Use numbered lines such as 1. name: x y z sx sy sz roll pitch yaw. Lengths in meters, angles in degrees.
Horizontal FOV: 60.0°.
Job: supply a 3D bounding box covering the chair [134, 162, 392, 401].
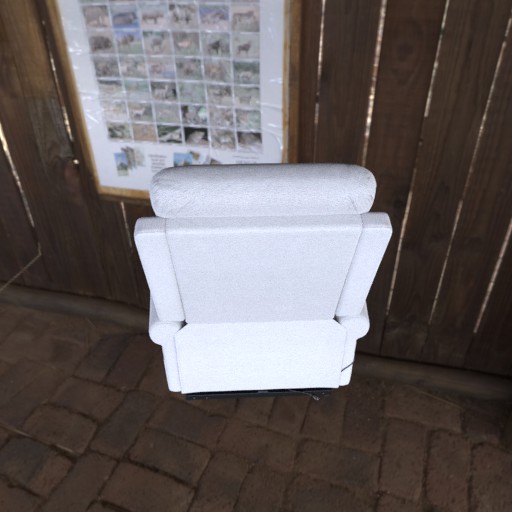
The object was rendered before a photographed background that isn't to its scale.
1. chair: 0.000 0.000 1.749 0.871 1.031 0.979 -1 32 -2
